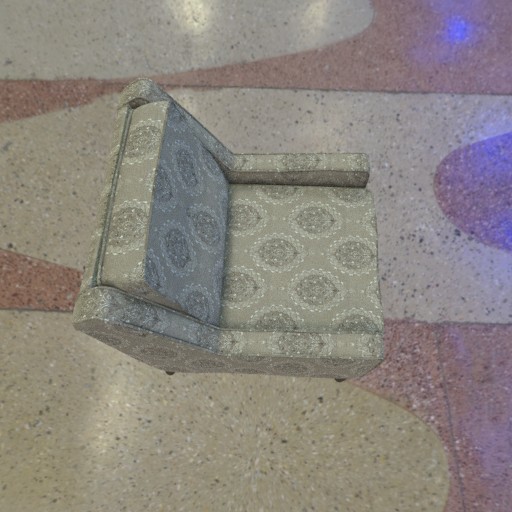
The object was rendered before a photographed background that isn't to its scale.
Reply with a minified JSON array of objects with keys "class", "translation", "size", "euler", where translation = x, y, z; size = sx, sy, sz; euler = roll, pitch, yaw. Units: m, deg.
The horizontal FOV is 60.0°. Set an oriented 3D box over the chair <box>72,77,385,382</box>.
[{"class":"chair","translation":[0.000,0.000,1.348],"size":[0.750,0.797,0.665],"euler":[2,66,1]}]
